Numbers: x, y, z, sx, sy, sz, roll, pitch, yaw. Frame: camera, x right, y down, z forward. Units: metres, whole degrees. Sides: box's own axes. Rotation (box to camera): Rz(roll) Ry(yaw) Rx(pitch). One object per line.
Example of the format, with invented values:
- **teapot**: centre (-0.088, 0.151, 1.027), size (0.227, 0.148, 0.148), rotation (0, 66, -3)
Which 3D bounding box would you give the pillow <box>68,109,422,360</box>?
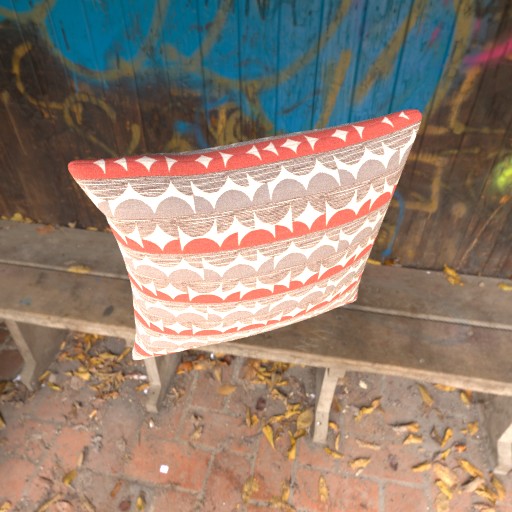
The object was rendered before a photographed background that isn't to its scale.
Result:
- **pillow**: centre (0.000, 0.000, 0.645), size (0.420, 0.410, 0.180), rotation (-12, 44, -13)
